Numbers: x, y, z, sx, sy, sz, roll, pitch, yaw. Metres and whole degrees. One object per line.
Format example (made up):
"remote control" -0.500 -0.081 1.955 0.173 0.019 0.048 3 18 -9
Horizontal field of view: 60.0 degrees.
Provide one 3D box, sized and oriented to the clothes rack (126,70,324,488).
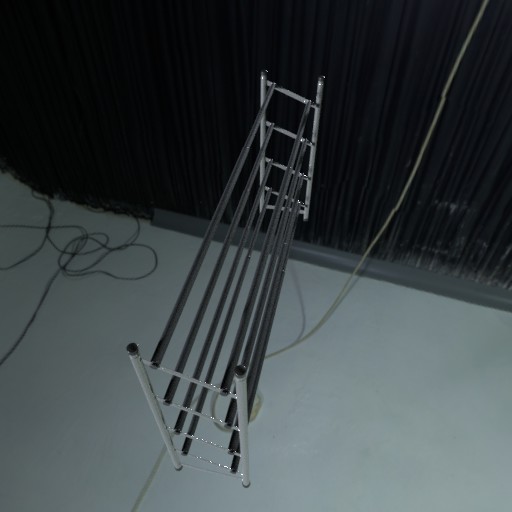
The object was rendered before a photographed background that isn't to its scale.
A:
"clothes rack" 0.000 0.000 1.420 0.229 0.672 1.168 10 48 9
